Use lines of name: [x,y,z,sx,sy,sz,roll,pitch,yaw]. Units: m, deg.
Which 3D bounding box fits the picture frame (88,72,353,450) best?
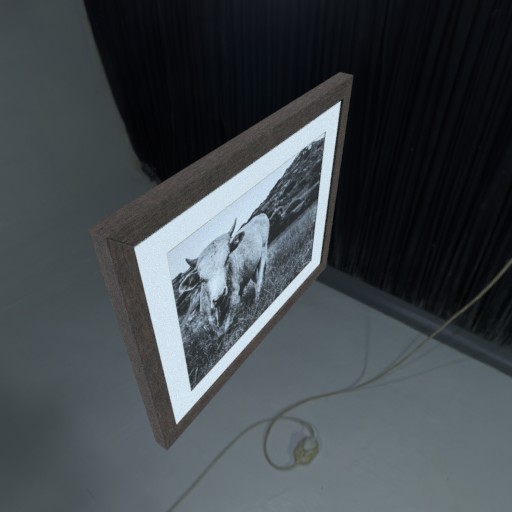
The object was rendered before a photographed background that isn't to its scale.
picture frame: [0.000,0.000,0.757,0.026,0.455,0.546,25,47,26]
